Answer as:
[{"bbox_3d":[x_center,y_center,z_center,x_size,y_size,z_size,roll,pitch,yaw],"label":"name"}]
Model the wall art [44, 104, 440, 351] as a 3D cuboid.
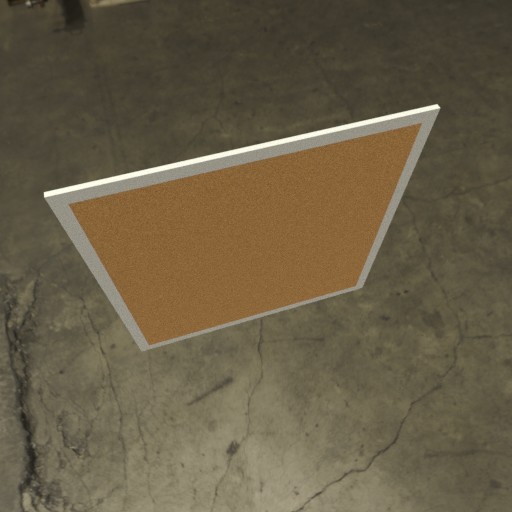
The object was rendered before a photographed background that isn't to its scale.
[{"bbox_3d":[0.000,0.000,1.219,0.812,0.813,0.013,-15,59,-9],"label":"wall art"}]
